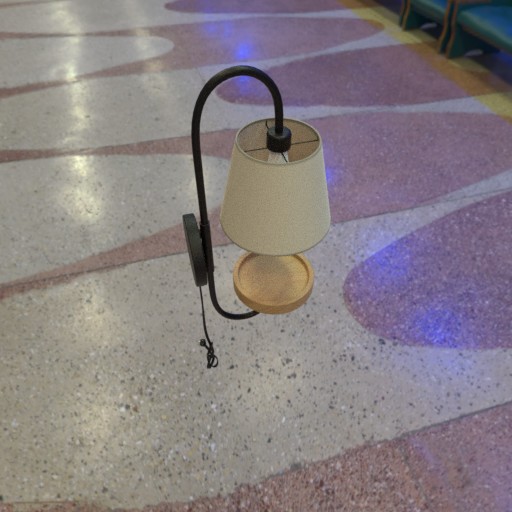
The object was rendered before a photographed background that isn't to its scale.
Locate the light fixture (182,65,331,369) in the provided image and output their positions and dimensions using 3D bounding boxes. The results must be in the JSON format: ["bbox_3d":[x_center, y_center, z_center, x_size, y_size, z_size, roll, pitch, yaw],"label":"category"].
[{"bbox_3d":[0.000,0.000,0.950,0.299,0.821,0.220,-11,48,-11],"label":"light fixture"}]
